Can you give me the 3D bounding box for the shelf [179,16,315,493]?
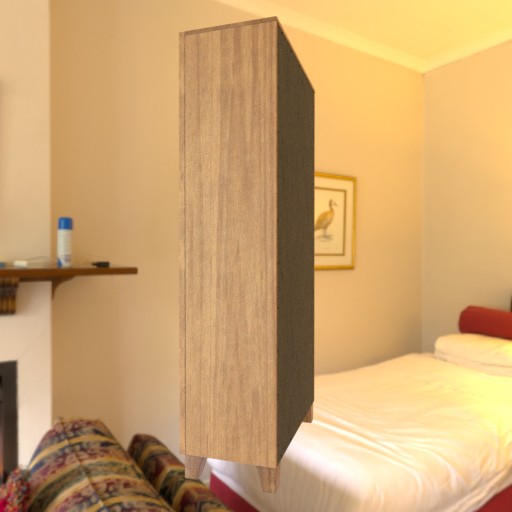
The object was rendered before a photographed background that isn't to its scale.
[{"bbox_3d":[0.000,0.000,2.263,0.453,1.930,0.864,0,1,18],"label":"shelf"}]
